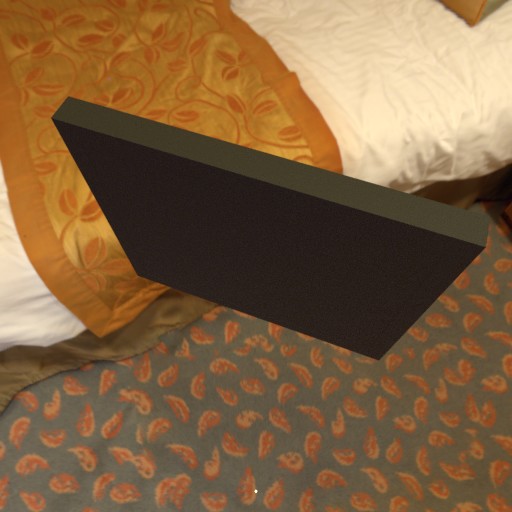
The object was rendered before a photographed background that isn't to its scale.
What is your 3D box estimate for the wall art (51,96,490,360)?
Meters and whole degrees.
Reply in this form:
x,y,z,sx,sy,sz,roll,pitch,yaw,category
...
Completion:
x,y,z,sx,sy,sz,roll,pitch,yaw,category
0.000,0.000,0.518,0.381,0.330,0.029,18,64,9,wall art
